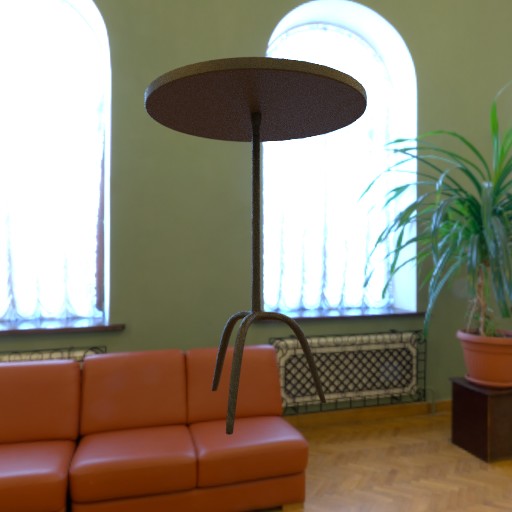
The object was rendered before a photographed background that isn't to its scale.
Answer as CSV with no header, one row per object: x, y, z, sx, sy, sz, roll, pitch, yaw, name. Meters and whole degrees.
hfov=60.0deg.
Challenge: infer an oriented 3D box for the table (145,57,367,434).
0.000,0.000,1.030,0.502,0.700,0.502,0,0,-17,table
